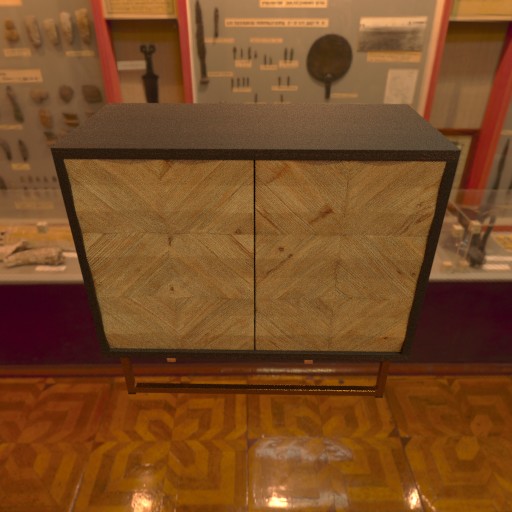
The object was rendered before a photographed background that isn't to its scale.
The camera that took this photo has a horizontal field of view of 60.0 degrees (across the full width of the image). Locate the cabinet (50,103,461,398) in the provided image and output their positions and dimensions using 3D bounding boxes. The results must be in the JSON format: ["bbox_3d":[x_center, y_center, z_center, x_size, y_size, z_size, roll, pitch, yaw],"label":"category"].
[{"bbox_3d":[0.000,0.000,1.442,0.950,0.860,0.451,1,32,1],"label":"cabinet"}]
